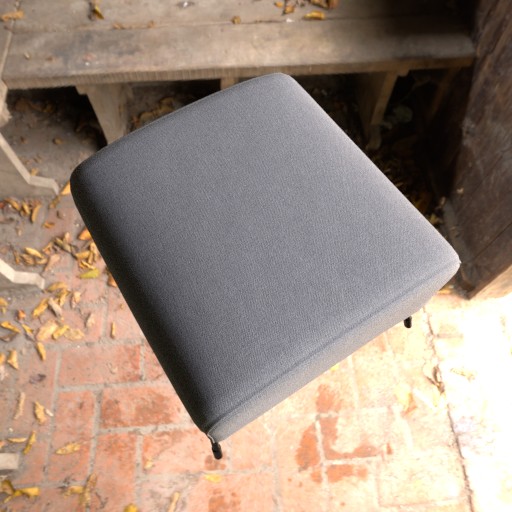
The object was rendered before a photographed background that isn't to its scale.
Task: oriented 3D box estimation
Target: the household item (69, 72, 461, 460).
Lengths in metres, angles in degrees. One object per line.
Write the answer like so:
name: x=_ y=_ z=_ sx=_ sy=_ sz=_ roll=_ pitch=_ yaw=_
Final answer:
household item: x=0.000 y=0.000 z=0.881 sx=0.530 sy=0.410 sz=0.530 roll=-30 pitch=68 yaw=-14
